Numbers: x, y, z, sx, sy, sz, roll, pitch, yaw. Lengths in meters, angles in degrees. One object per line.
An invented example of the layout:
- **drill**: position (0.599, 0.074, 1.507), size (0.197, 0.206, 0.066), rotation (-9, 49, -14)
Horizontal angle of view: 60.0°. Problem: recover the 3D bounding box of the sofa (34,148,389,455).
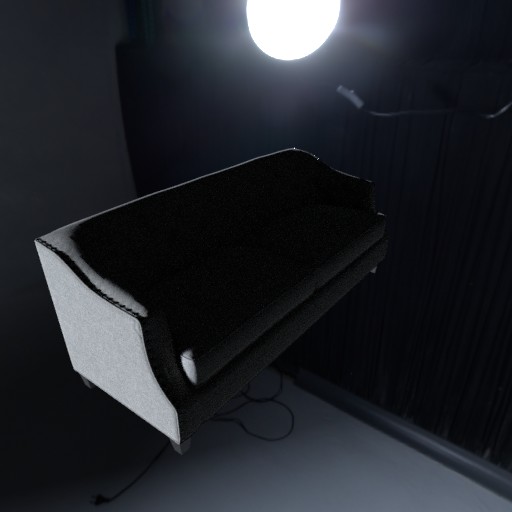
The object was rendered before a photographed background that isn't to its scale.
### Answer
- **sofa**: position (0.000, 0.000, 2.785), size (0.914, 0.901, 2.235), rotation (19, 33, 33)
